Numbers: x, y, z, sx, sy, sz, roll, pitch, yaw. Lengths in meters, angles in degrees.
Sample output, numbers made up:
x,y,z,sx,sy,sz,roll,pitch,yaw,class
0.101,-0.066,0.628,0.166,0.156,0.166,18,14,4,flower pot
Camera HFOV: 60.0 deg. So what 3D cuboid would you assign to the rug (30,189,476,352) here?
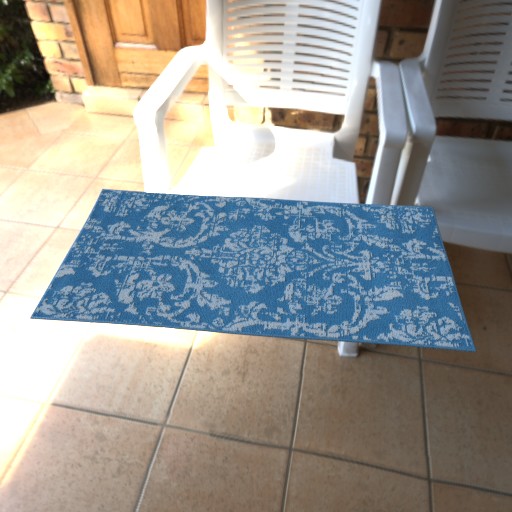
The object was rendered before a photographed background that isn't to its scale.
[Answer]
x,y,z,sx,sy,sz,roll,pitch,yaw,class
0.000,0.000,1.414,1.219,0.007,0.604,4,45,4,rug
